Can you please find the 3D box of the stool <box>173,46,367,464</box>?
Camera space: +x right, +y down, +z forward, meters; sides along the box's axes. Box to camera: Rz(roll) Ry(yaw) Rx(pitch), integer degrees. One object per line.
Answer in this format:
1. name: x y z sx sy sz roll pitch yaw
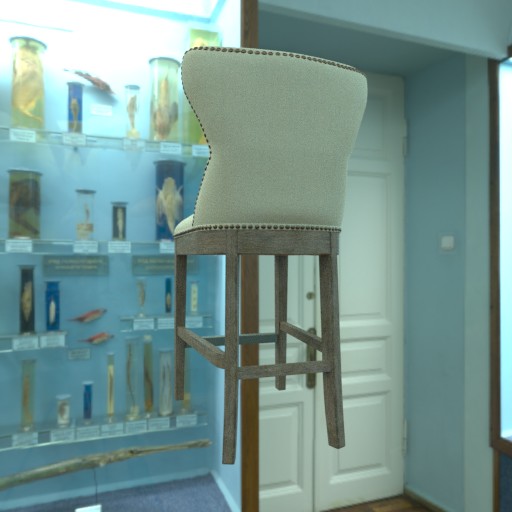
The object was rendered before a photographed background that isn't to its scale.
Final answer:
1. stool: 0.000 0.000 1.307 0.498 0.981 0.608 0 0 -18
